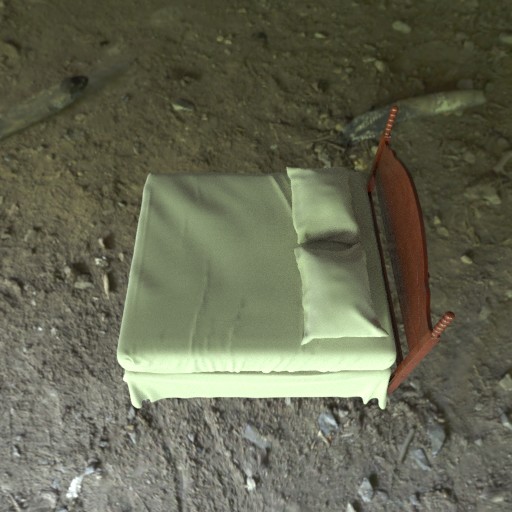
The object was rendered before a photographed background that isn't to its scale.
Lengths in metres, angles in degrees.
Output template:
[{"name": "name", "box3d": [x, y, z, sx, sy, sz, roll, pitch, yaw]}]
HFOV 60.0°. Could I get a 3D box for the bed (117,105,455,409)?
[{"name": "bed", "box3d": [0.000, 0.000, 3.235, 2.040, 1.356, 1.873, 0, 57, 0]}]
